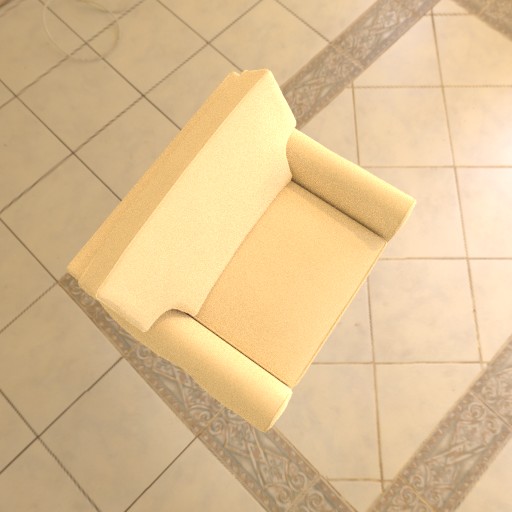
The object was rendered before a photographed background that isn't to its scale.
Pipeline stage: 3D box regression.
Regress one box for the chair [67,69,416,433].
[{"bbox_3d":[0.000,0.000,1.826,0.904,0.958,1.099,34,77,9],"label":"chair"}]
